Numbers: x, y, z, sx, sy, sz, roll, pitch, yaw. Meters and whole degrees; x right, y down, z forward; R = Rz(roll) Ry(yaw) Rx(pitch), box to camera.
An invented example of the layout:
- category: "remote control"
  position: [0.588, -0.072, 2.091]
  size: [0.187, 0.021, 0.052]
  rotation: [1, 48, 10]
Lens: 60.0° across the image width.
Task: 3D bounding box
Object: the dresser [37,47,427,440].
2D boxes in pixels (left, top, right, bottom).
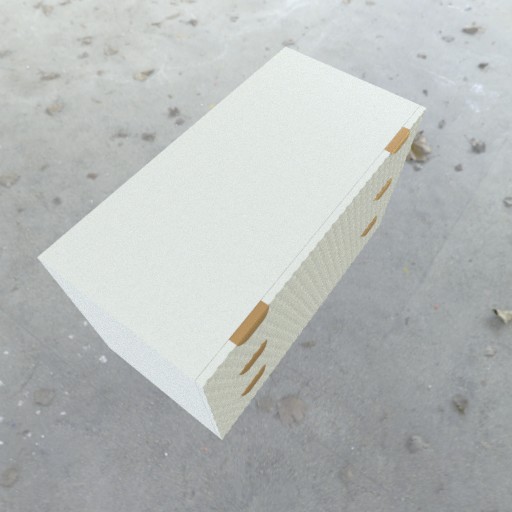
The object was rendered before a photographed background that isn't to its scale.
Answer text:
- category: "dresser"
  position: [0.000, 0.000, 1.344]
  size: [0.457, 0.721, 0.905]
  rotation: [32, 64, 18]
